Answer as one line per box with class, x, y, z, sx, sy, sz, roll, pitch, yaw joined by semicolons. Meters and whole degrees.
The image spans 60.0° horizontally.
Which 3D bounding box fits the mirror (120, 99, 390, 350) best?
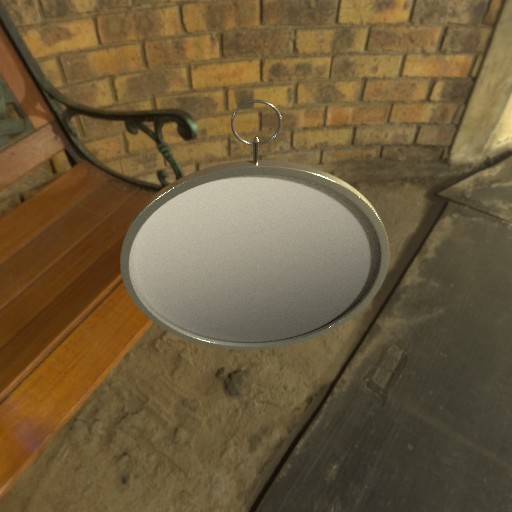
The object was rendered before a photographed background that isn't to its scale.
mirror;0.000;0.000;0.962;0.594;0.713;0.020;-2;46;-2
